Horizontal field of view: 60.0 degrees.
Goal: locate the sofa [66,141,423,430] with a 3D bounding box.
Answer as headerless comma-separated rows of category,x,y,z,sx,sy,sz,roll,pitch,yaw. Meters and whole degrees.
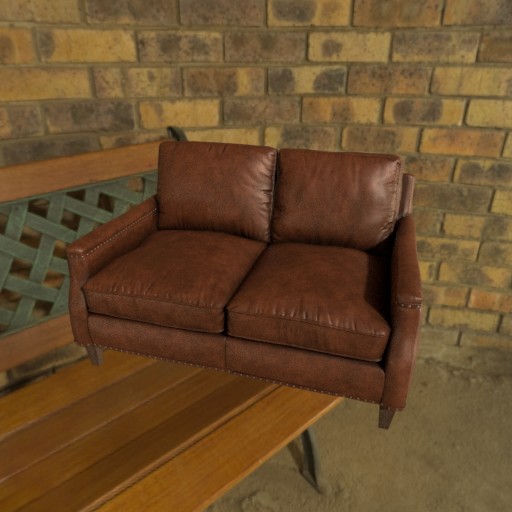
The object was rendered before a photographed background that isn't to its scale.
sofa,0.000,0.000,2.309,1.628,1.003,1.083,7,27,15
